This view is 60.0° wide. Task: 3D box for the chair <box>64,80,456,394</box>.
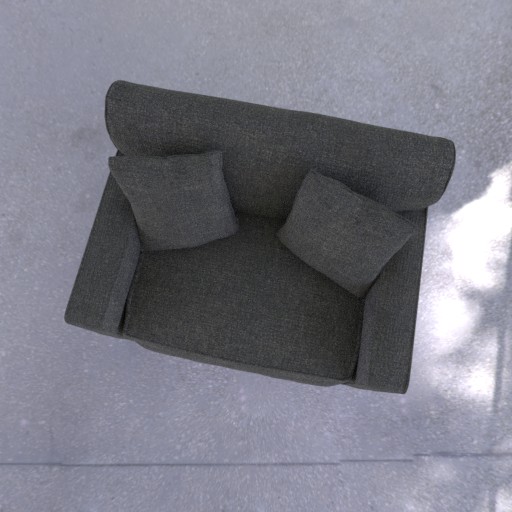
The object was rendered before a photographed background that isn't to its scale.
[{"bbox_3d":[0.000,0.000,1.991,1.383,0.948,1.000,11,75,3],"label":"chair"}]
